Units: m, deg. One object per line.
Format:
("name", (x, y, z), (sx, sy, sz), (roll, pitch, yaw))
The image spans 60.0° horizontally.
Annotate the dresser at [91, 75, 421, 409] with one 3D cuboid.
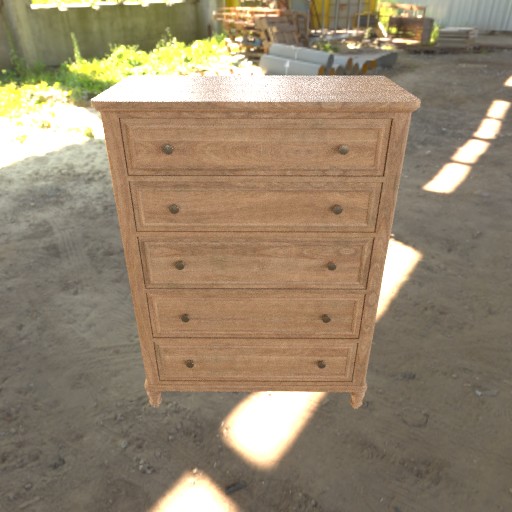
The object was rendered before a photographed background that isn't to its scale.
("dresser", (0.000, 0.000, 1.822), (0.973, 1.318, 0.484), (0, 31, 0))
